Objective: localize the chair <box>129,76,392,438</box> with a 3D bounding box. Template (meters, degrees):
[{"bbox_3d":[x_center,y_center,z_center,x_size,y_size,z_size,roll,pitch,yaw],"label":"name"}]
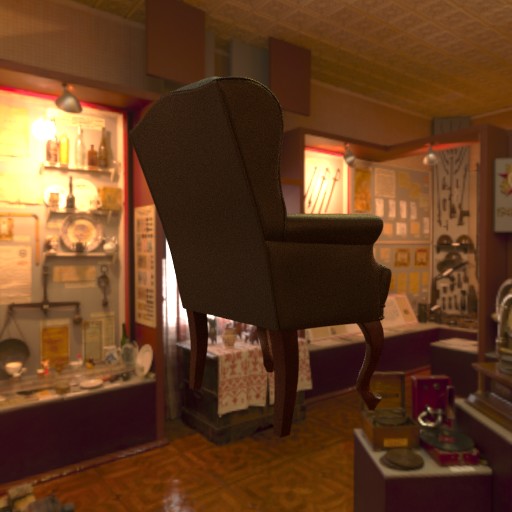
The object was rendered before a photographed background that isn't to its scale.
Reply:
[{"bbox_3d":[0.000,0.000,1.677,0.762,1.111,0.838,-1,1,-36],"label":"chair"}]
